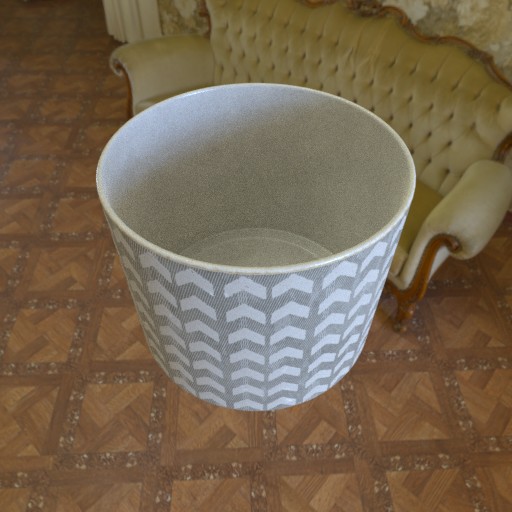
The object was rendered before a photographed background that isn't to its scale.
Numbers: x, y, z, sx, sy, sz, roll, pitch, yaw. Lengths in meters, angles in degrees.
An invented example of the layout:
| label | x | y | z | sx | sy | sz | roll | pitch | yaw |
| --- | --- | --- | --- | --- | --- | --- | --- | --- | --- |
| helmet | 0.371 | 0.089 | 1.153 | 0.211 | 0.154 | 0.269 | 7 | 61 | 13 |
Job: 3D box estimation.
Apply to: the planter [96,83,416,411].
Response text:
| label | x | y | z | sx | sy | sz | roll | pitch | yaw |
| --- | --- | --- | --- | --- | --- | --- | --- | --- | --- |
| planter | 0.000 | 0.000 | 0.443 | 0.250 | 0.239 | 0.250 | 0 | 47 | 0 |
